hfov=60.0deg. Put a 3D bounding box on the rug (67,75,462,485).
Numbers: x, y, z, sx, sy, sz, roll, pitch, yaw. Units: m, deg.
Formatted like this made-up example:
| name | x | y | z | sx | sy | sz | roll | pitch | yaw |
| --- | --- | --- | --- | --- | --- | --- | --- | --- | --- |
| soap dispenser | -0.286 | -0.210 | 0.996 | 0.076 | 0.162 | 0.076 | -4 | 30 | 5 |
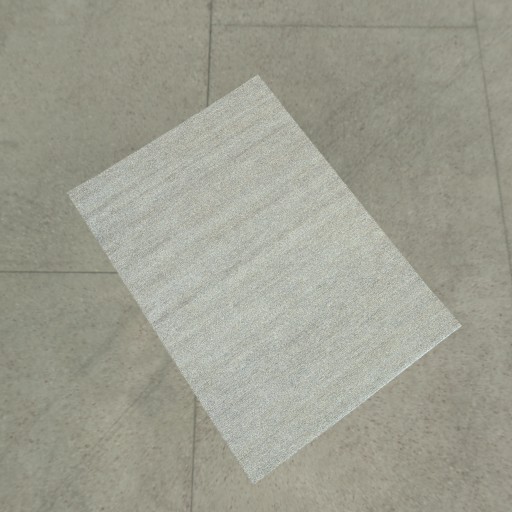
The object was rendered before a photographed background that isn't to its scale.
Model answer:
| name | x | y | z | sx | sy | sz | roll | pitch | yaw |
| --- | --- | --- | --- | --- | --- | --- | --- | --- | --- |
| rug | 0.000 | 0.000 | 2.937 | 1.624 | 0.030 | 2.264 | -34 | 78 | -8 |
